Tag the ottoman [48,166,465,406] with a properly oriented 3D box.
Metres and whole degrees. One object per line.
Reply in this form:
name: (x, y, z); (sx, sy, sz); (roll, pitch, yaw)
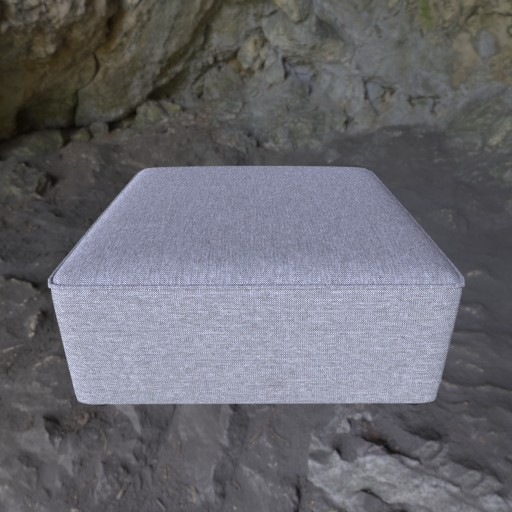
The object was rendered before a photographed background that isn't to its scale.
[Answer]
ottoman: (0.000, 0.000, 1.549); (1.005, 0.455, 1.005); (0, 26, 0)
